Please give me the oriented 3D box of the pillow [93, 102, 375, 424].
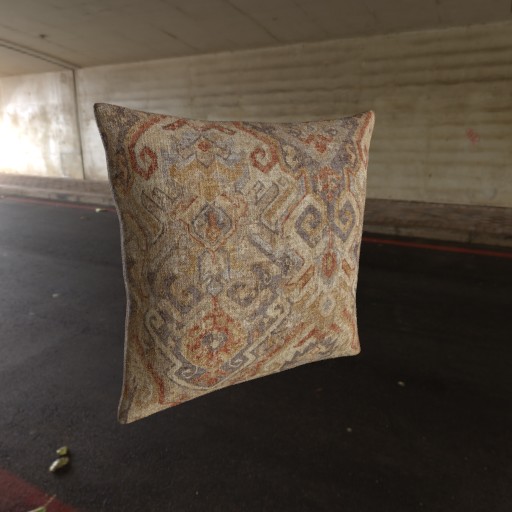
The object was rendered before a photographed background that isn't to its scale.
[{"bbox_3d":[0.000,0.000,0.791,0.523,0.506,0.166,-8,17,-28],"label":"pillow"}]
